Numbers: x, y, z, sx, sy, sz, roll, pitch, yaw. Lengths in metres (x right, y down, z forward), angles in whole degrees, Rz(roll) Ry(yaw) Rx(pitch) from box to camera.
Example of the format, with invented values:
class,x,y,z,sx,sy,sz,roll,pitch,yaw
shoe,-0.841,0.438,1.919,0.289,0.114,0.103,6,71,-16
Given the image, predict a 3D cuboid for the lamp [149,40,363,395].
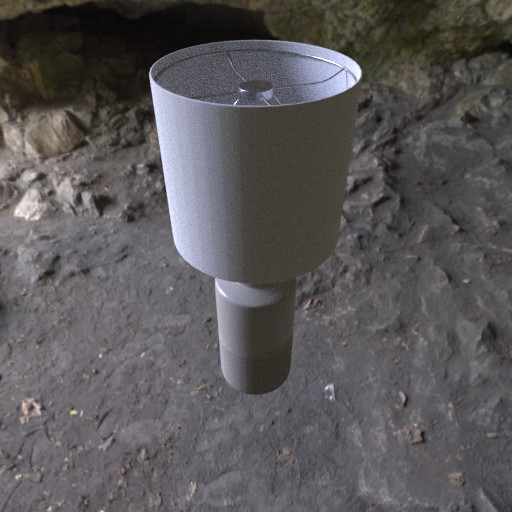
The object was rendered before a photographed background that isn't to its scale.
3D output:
class,x,y,z,sx,sy,sz,roll,pitch,yaw
lamp,0.000,0.000,0.603,0.212,0.493,0.212,-13,41,-15
